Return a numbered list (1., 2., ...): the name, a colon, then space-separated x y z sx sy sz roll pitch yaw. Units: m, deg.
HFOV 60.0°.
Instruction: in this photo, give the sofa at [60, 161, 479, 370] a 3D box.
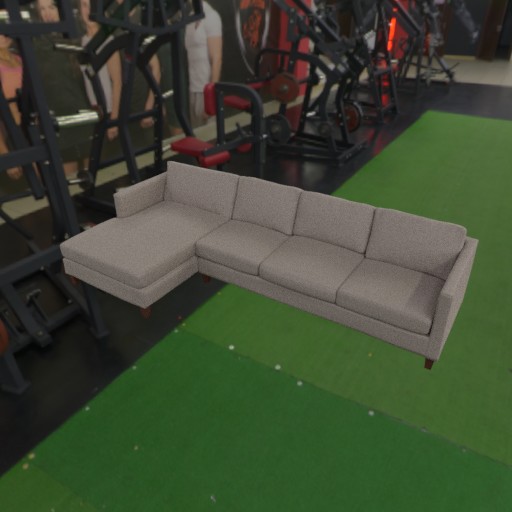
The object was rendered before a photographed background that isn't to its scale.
1. sofa: 0.000 0.000 3.789 3.186 0.846 1.625 18 35 28
